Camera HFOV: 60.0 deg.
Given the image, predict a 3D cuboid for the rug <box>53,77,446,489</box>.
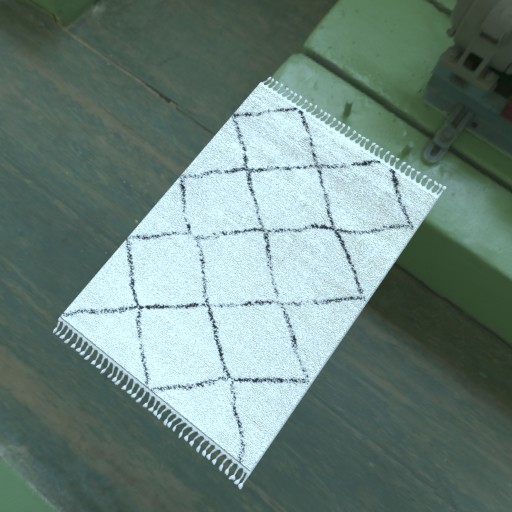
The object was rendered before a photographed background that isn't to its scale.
[{"bbox_3d":[0.000,0.000,2.861,1.494,0.031,2.307,36,78,9],"label":"rug"}]
